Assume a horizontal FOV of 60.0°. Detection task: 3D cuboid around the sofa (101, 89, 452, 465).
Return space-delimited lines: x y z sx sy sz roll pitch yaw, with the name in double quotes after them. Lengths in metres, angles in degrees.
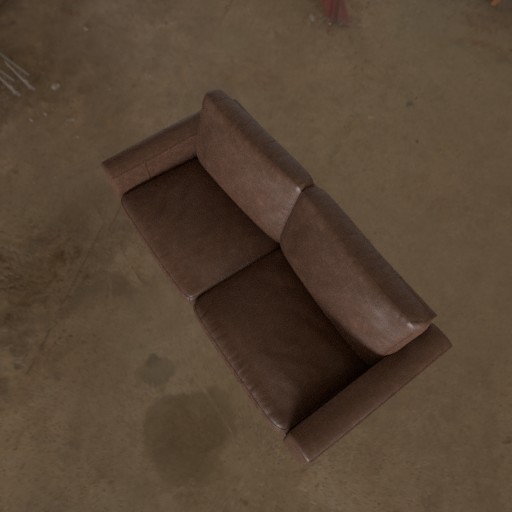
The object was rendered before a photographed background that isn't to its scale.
0.000 0.000 2.706 1.016 0.873 2.179 -33 69 -15 "sofa"
